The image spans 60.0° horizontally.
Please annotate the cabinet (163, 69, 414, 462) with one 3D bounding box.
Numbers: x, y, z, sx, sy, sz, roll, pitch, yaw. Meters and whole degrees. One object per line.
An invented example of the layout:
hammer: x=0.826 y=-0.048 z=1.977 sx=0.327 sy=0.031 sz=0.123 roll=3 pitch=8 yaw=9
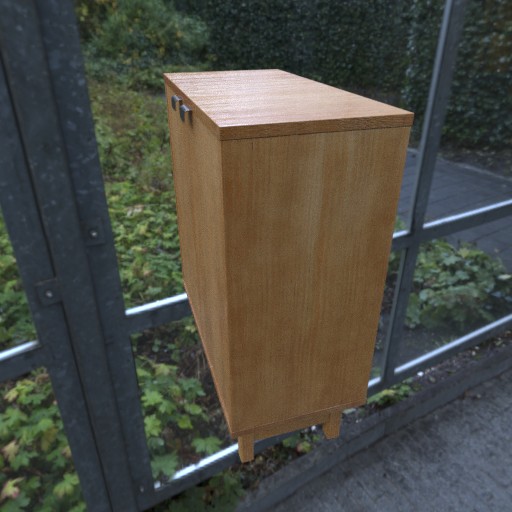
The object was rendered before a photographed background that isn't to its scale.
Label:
cabinet: x=0.000 y=0.000 z=1.401 sx=0.419 sy=1.001 sz=0.800 roll=-9 pitch=30 yaw=-15
